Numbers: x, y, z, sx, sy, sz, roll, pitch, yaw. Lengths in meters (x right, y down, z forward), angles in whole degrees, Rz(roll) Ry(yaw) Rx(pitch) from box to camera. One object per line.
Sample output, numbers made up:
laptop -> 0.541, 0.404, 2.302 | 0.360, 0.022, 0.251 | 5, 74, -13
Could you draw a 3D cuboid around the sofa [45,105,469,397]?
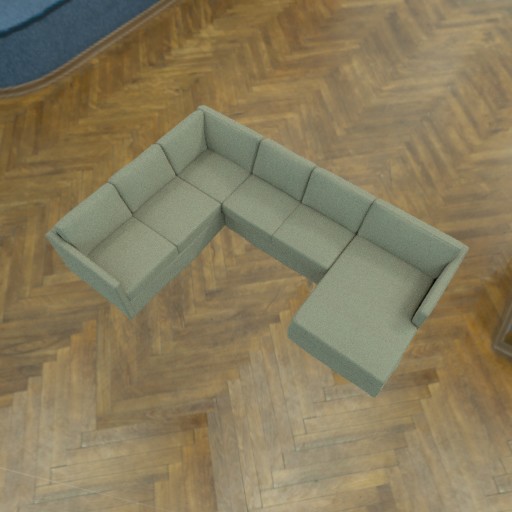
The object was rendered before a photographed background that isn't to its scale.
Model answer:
sofa -> 0.000, 0.000, 4.565 | 3.460, 0.882, 2.427 | 33, 64, 19
